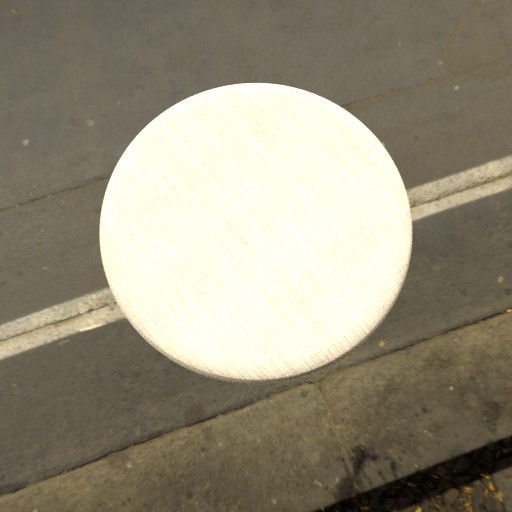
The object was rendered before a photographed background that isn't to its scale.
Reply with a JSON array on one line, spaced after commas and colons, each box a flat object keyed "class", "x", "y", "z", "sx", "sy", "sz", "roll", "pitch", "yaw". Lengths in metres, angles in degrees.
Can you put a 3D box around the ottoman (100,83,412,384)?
[{"class": "ottoman", "x": 0.000, "y": 0.000, "z": 0.746, "sx": 0.400, "sy": 0.406, "sz": 0.400, "roll": 0, "pitch": 77, "yaw": 0}]
